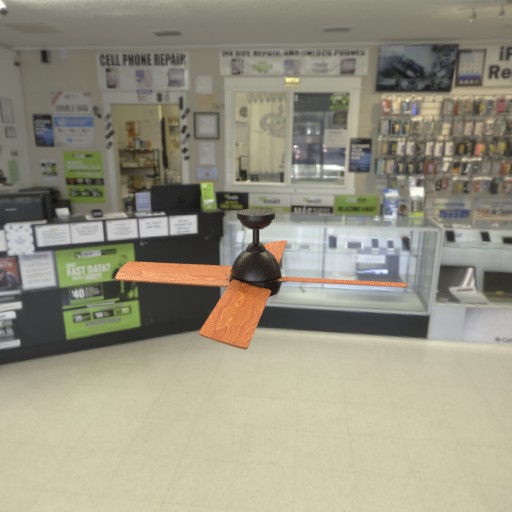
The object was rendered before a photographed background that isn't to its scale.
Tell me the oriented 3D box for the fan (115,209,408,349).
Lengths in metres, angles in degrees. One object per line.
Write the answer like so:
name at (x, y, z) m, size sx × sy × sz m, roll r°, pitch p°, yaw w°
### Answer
fan at (0.000, 0.000, 2.014) m, size 1.332 × 0.403 × 1.332 m, roll 3°, pitch 16°, yaw 9°
